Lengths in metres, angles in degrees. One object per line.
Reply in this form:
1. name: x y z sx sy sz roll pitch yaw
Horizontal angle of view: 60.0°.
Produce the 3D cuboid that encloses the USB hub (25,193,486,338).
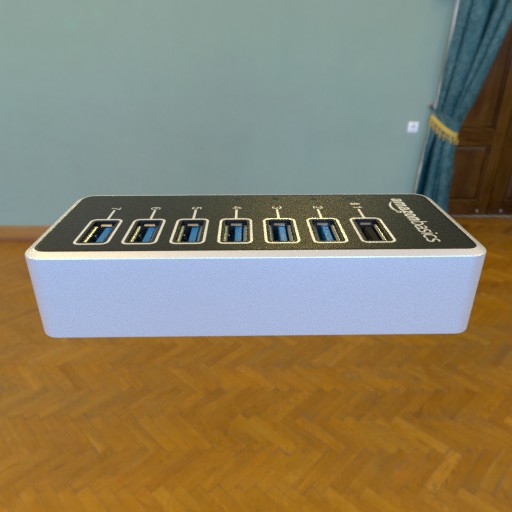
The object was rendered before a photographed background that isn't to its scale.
1. USB hub: 0.000 0.000 0.126 0.110 0.023 0.044 0 27 -1
